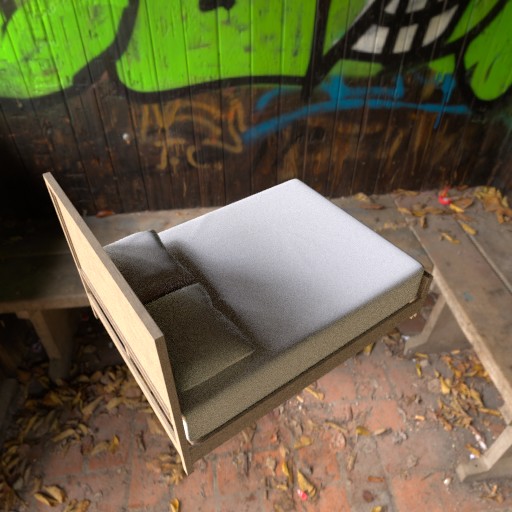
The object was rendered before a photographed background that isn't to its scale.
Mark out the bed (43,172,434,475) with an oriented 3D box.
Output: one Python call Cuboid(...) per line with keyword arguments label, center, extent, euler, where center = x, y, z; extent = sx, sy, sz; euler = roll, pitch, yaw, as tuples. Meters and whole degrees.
Cuboid(label="bed", center=(0.000, 0.000, 3.265), extent=(2.189, 1.369, 1.606), euler=(-25, 48, -26))
